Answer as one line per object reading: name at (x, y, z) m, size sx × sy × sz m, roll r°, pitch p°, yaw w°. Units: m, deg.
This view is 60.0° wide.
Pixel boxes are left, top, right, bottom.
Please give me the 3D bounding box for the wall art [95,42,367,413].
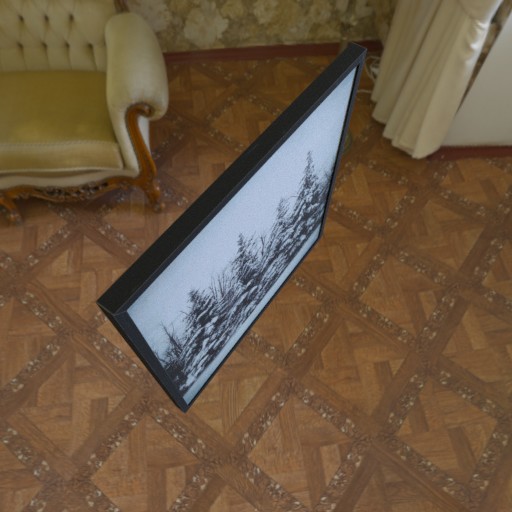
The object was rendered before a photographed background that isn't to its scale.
wall art at (0.000, 0.000, 1.136) m, size 0.037 × 0.761 × 0.761 m, roll 32°, pitch 65°, yaw 17°
